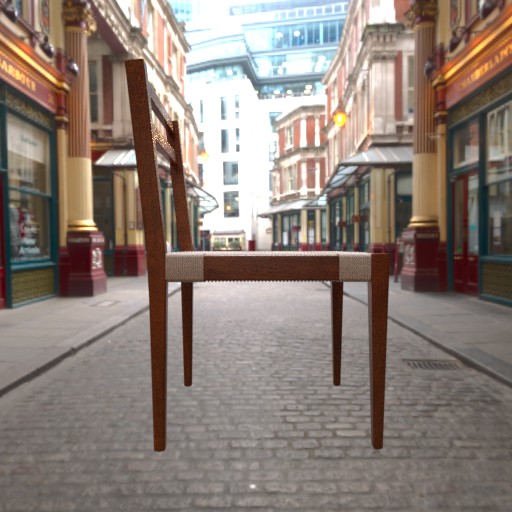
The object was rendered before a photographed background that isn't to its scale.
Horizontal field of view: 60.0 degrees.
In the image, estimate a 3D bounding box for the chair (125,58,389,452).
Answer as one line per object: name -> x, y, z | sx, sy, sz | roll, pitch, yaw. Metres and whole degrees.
chair -> 0.000, 0.000, 1.199 | 0.569, 0.851, 0.495 | 0, 1, -1
